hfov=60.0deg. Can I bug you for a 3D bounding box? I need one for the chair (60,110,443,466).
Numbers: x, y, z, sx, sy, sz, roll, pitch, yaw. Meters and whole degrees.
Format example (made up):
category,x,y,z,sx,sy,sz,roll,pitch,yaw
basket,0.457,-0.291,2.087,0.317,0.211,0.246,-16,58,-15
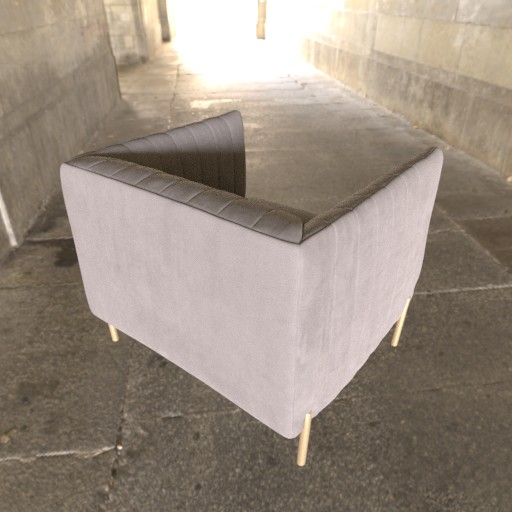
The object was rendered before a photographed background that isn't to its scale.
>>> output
category,x,y,z,sx,sy,sz,roll,pitch,yaw
chair,0.000,0.000,1.598,0.981,0.779,0.873,22,37,32
